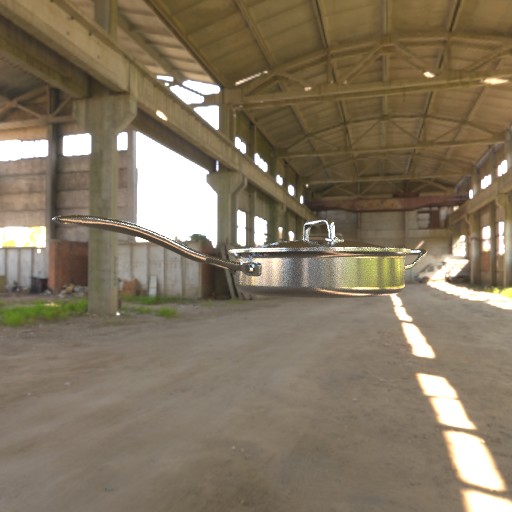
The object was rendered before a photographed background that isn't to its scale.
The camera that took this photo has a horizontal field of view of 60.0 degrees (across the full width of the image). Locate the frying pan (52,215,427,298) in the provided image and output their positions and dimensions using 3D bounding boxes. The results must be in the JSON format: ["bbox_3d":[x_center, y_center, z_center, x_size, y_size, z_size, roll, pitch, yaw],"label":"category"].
[{"bbox_3d":[0.000,0.000,0.665,0.561,0.114,0.280,0,-1,-18],"label":"frying pan"}]
